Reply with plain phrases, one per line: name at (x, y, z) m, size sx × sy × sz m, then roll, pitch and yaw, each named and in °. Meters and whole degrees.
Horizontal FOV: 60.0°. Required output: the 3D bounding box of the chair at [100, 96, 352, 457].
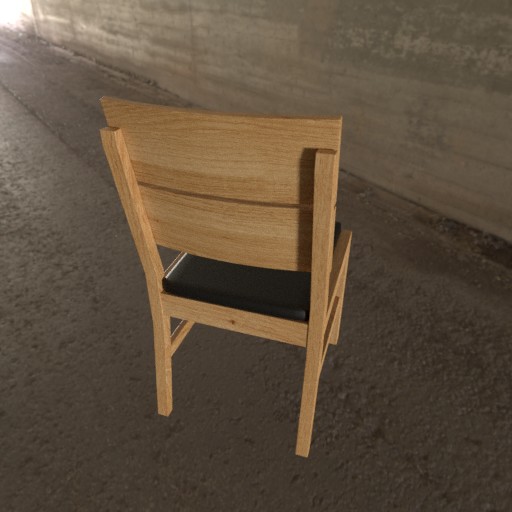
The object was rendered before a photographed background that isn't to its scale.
chair at (0.000, 0.000, 1.271) m, size 0.475 × 0.950 × 0.569 m, roll 10°, pitch 33°, yaw 16°
